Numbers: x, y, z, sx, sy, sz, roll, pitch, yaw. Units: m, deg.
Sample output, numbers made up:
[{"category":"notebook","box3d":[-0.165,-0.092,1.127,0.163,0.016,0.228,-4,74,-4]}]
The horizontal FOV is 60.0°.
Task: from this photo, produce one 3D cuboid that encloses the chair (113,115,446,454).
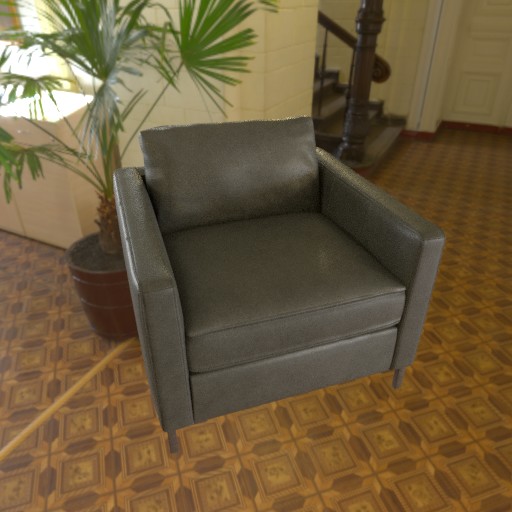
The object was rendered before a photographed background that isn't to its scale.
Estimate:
[{"category":"chair","box3d":[0.000,0.000,1.532,0.967,0.824,0.861,-10,33,-16]}]
